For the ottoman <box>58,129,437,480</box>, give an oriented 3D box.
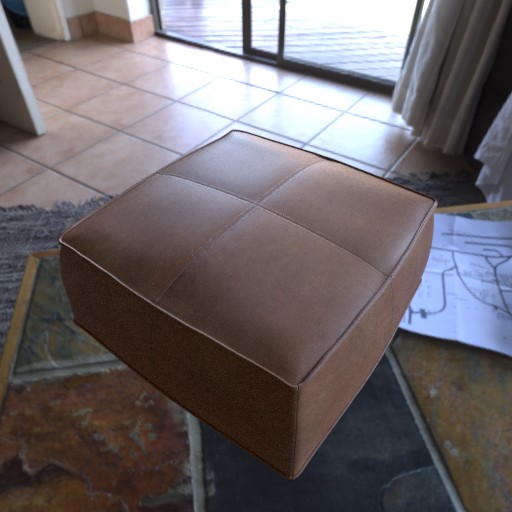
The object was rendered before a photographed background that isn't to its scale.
[{"bbox_3d":[0.000,0.000,1.379,0.901,0.395,0.902,26,49,26],"label":"ottoman"}]
